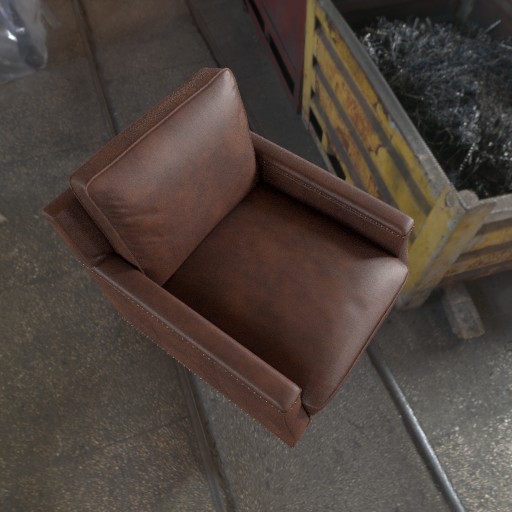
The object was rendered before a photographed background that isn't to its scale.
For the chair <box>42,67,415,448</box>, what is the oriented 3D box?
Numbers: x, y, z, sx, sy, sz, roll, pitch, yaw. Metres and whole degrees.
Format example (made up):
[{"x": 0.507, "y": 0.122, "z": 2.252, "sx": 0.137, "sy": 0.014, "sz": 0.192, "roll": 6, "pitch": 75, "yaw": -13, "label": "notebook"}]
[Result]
[{"x": 0.000, "y": 0.000, "z": 1.651, "sx": 1.014, "sy": 0.929, "sz": 0.853, "roll": 32, "pitch": 64, "yaw": 18, "label": "chair"}]
